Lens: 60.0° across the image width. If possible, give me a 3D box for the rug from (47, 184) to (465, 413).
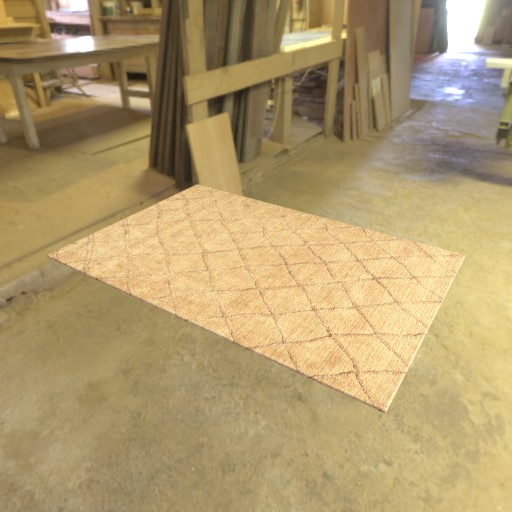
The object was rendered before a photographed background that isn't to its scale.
[{"bbox_3d":[0.000,0.000,2.914,2.292,0.014,1.528,19,35,28],"label":"rug"}]
